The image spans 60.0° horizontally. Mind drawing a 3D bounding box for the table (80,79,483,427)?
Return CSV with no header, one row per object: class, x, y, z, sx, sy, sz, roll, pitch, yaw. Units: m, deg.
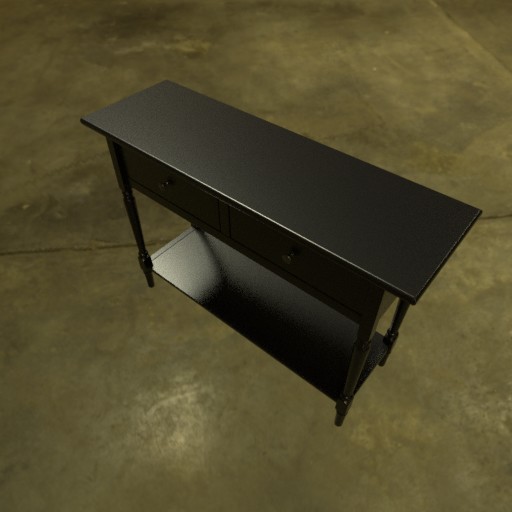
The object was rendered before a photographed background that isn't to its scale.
table,0.000,0.000,1.583,1.191,0.819,0.386,31,53,26
